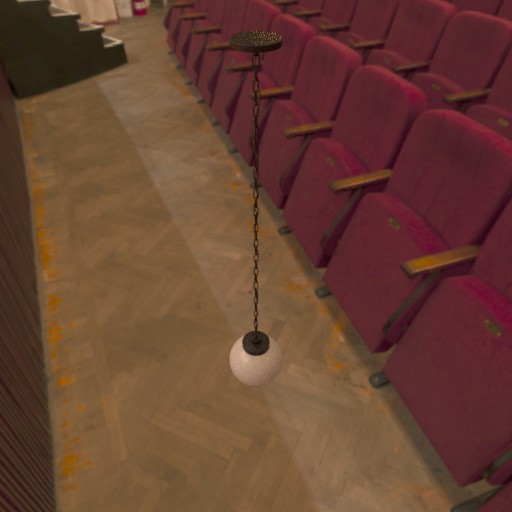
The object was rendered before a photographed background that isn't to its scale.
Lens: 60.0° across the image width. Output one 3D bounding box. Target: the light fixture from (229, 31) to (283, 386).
[{"bbox_3d":[0.000,0.000,2.046,0.305,1.867,0.304,-12,42,-14],"label":"light fixture"}]
